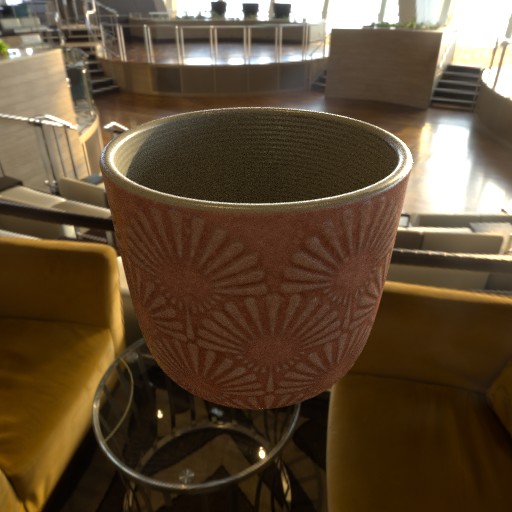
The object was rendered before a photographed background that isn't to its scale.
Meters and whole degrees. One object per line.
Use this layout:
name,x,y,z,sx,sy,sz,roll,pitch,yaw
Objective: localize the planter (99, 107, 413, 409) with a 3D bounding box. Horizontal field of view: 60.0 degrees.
planter,0.000,0.000,0.211,0.124,0.109,0.124,0,32,0
